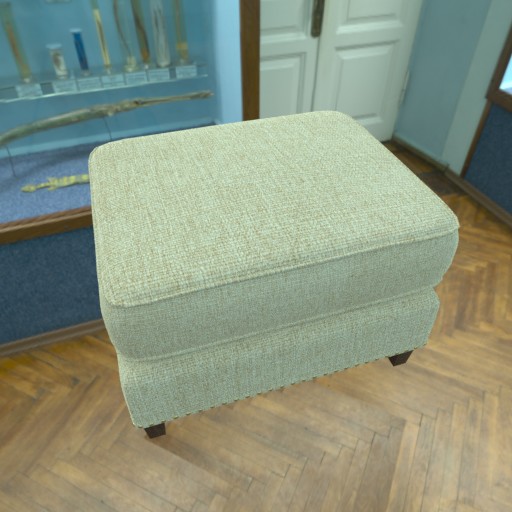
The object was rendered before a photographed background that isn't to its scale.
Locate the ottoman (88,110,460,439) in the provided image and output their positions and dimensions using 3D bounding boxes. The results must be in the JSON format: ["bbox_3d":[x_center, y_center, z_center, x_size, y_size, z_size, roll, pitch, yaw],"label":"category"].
[{"bbox_3d":[0.000,0.000,1.122,0.738,0.537,0.589,-12,44,-13],"label":"ottoman"}]
